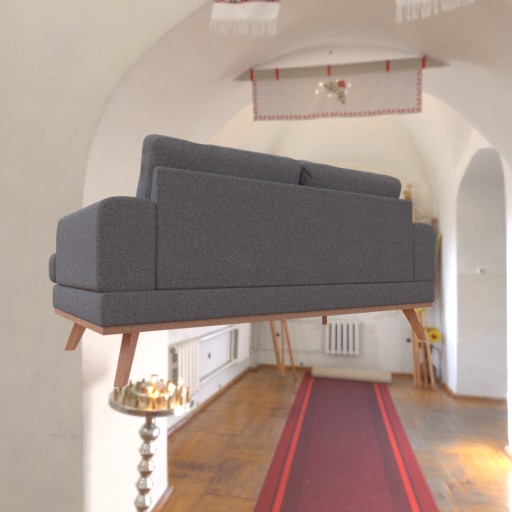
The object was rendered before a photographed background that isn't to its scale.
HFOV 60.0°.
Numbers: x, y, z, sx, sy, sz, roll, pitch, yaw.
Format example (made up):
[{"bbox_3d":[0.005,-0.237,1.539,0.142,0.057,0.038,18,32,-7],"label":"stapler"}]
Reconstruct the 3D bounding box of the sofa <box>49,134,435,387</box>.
[{"bbox_3d":[0.000,0.000,2.052,1.650,0.810,0.785,1,-2,-34],"label":"sofa"}]
